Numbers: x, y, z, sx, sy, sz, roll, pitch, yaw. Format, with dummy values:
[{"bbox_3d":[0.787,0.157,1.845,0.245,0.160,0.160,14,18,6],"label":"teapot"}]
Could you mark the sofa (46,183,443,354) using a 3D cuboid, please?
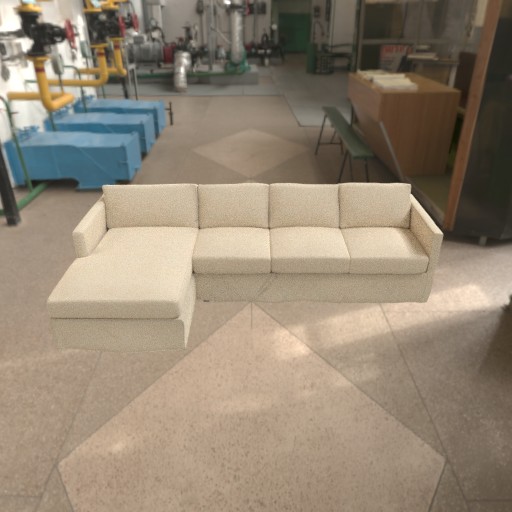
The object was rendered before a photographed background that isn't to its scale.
[{"bbox_3d":[0.000,0.000,3.982,3.205,0.922,1.650,0,29,0],"label":"sofa"}]
